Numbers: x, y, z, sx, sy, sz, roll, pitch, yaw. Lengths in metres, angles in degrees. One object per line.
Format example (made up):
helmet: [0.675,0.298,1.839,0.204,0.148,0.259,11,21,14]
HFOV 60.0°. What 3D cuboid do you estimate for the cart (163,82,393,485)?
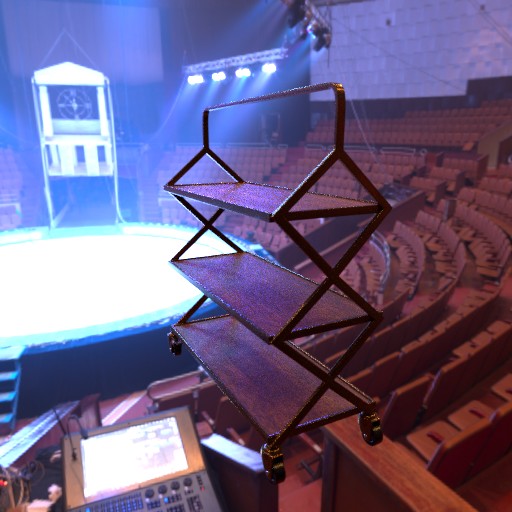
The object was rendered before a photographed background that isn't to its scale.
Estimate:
cart: [0.000,0.000,1.189,0.313,0.805,0.723,-7,16,-27]
